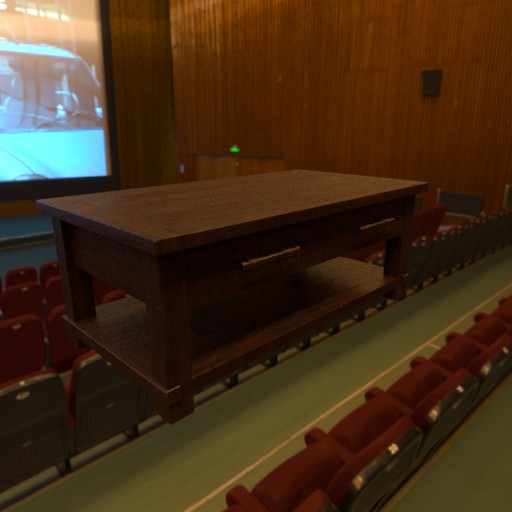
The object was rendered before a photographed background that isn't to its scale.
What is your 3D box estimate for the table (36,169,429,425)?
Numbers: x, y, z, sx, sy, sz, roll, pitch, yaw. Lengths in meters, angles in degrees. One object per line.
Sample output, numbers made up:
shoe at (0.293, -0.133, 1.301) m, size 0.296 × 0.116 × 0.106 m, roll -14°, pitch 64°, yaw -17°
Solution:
table at (0.000, 0.000, 1.653) m, size 1.270 × 0.494 × 0.700 m, roll -16°, pitch 23°, yaw -42°
